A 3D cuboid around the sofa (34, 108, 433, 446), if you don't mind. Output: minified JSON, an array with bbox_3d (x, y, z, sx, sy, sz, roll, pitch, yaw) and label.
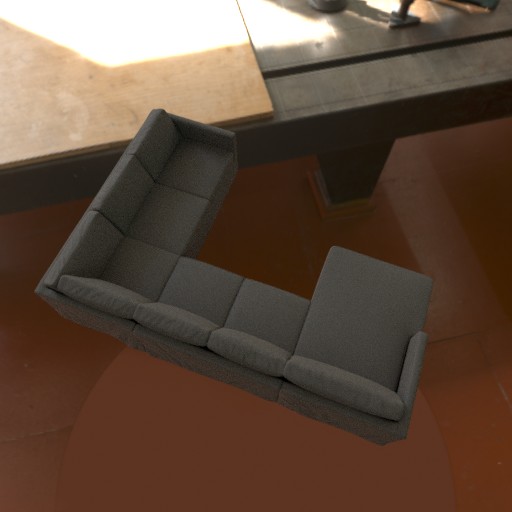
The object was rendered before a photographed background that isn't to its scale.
[{"bbox_3d":[0.000,0.000,4.502,3.528,0.878,2.476,19,65,9],"label":"sofa"}]
